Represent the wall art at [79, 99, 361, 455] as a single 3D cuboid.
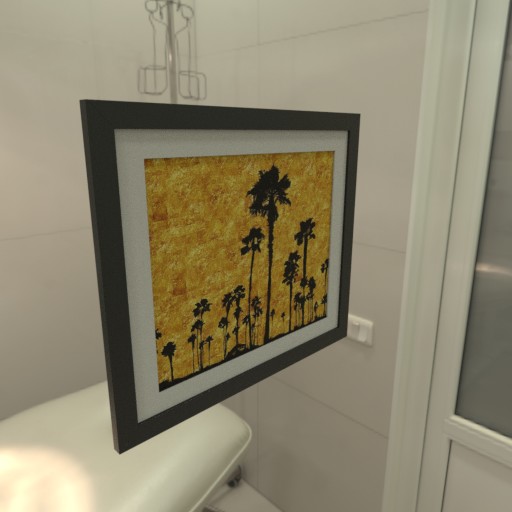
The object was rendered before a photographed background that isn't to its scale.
[{"bbox_3d":[0.000,0.000,0.524,0.383,0.332,0.012,-14,21,-42],"label":"wall art"}]
